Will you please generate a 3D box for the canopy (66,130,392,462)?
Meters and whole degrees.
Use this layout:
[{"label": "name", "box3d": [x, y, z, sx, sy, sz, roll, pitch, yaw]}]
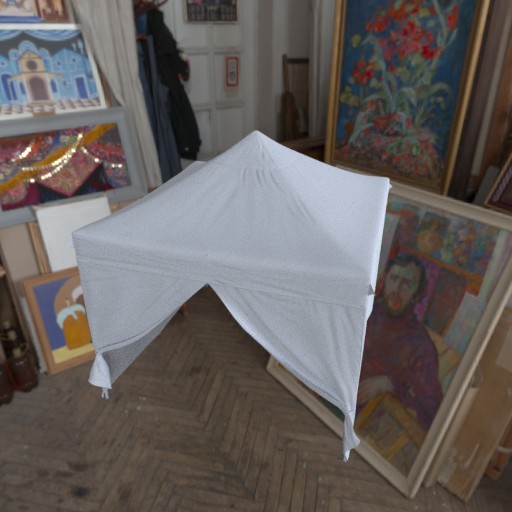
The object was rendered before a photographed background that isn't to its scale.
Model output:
[{"label": "canopy", "box3d": [0.000, 0.000, 5.450, 3.043, 2.997, 3.121, 8, 28, 16]}]
